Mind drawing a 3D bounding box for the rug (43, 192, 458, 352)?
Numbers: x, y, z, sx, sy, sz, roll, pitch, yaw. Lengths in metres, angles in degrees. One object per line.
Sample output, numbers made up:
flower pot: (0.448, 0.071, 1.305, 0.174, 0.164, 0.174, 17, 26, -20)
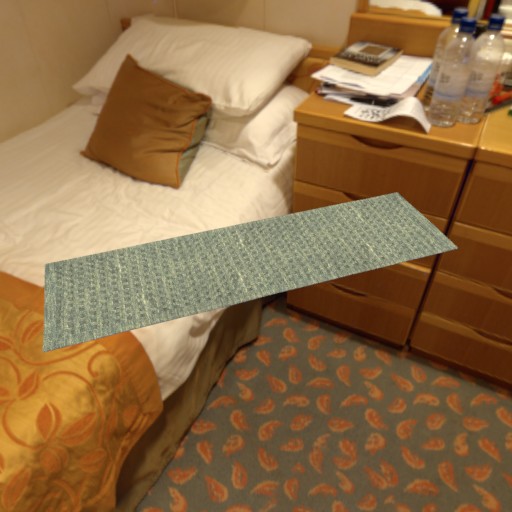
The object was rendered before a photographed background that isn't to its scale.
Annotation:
rug: (0.000, 0.000, 2.714, 2.443, 0.008, 0.688, -13, 42, -14)
